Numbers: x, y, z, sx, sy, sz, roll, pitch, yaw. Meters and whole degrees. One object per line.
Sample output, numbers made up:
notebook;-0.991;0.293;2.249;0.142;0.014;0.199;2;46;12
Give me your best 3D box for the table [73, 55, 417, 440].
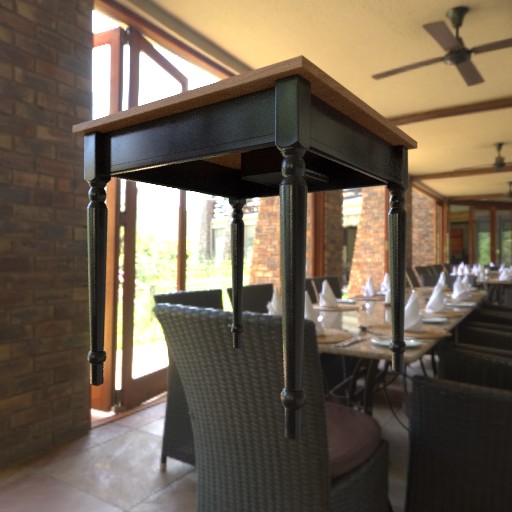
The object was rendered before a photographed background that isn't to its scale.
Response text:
table;0.000;0.000;1.340;0.747;0.738;0.747;0;-1;36
